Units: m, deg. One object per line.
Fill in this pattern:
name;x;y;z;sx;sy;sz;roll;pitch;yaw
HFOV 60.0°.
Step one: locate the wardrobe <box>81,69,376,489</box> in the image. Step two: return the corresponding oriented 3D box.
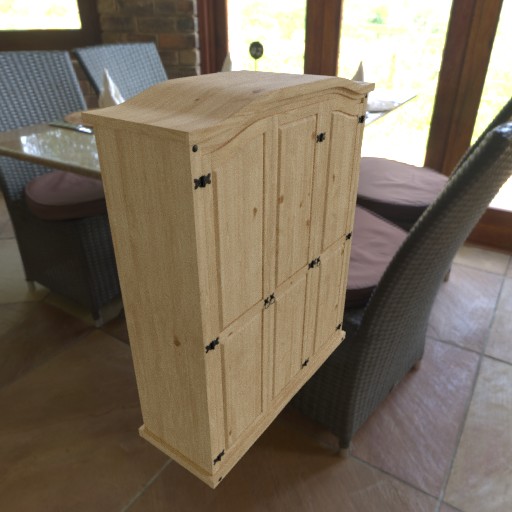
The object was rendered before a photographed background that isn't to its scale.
wardrobe;0.000;0.000;2.494;0.570;1.870;1.500;19;34;31
